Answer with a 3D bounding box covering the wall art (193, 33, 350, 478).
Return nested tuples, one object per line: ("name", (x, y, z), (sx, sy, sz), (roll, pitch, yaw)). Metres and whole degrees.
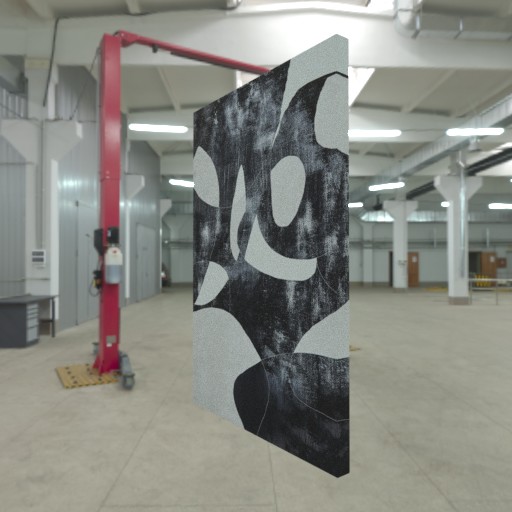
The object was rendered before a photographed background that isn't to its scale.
("wall art", (0.000, 0.000, 1.167), (0.041, 0.915, 0.610), (1, -1, -37))
